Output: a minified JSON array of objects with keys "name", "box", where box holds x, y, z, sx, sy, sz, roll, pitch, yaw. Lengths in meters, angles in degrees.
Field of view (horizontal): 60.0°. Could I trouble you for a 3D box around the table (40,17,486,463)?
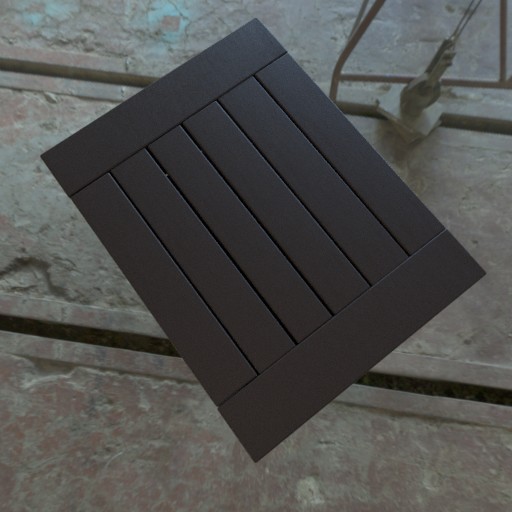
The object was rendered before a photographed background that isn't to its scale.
[{"name":"table","box":[0.000,0.000,1.014,0.460,0.605,0.602,-36,79,-8]}]
